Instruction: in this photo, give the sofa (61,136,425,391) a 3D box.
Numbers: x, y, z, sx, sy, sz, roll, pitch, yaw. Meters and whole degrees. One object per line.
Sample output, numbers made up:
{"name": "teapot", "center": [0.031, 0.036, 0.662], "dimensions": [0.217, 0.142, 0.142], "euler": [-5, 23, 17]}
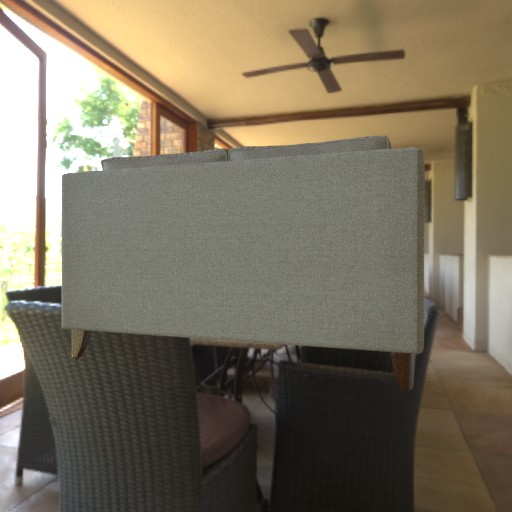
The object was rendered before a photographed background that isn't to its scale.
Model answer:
{"name": "sofa", "center": [0.000, 0.000, 2.033], "dimensions": [1.422, 0.863, 0.915], "euler": [0, 0, 19]}
